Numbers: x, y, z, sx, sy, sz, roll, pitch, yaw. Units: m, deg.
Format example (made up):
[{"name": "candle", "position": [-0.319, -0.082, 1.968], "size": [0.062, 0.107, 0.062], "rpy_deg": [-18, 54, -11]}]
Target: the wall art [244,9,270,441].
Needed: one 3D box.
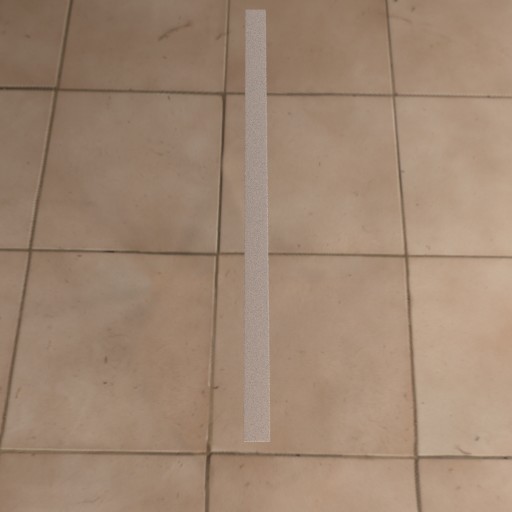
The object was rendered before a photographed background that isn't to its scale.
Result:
[{"name": "wall art", "position": [0.000, 0.000, 1.109], "size": [0.038, 0.762, 0.762], "rpy_deg": [0, 75, 0]}]
